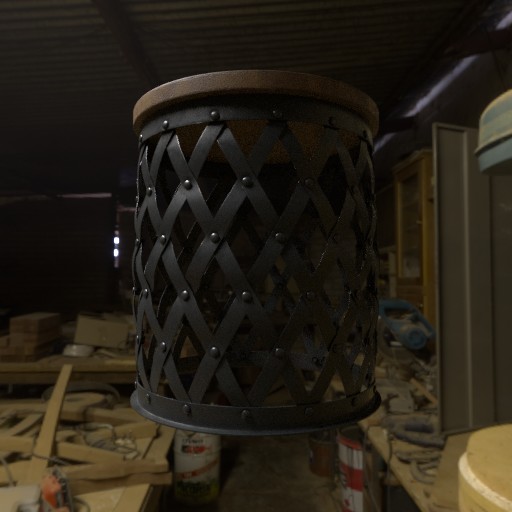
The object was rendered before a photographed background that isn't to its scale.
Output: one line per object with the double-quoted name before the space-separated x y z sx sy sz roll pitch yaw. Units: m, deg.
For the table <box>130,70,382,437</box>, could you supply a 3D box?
"table" 0.000 0.000 0.750 0.405 0.454 0.405 0 -2 0
